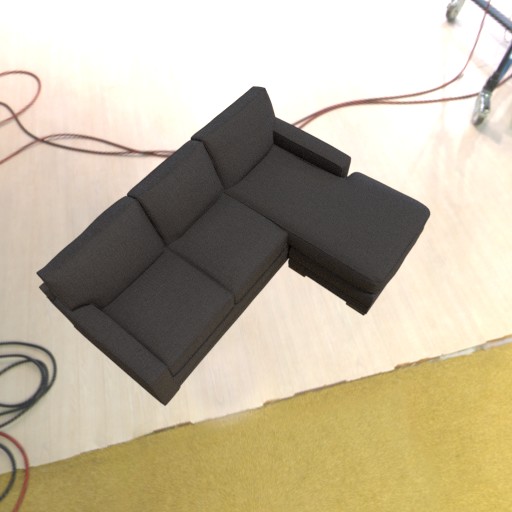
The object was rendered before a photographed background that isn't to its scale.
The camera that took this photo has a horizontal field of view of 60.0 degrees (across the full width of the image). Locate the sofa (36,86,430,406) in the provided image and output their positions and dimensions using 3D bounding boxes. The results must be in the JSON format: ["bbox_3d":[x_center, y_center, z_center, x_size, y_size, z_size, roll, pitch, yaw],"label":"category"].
[{"bbox_3d":[0.000,0.000,3.302,1.790,0.973,2.370,33,64,18],"label":"sofa"}]
